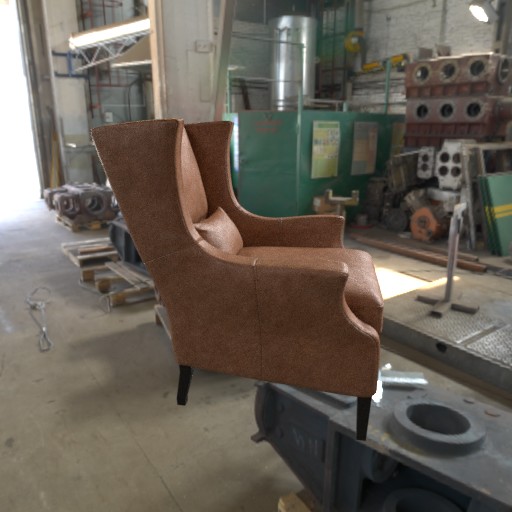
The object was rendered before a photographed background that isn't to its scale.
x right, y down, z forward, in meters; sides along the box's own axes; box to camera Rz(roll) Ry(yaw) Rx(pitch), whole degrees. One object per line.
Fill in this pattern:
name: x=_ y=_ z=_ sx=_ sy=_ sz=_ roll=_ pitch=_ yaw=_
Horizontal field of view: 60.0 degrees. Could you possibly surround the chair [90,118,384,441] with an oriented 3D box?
chair: x=0.000 y=0.000 z=1.724 sx=0.926 sy=1.016 sz=0.853 roll=3 pitch=17 yaw=9
